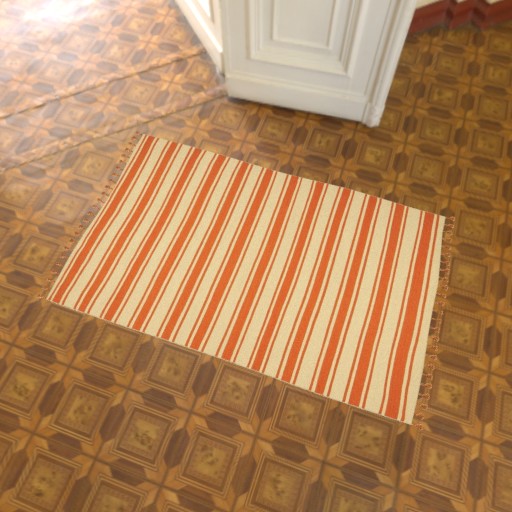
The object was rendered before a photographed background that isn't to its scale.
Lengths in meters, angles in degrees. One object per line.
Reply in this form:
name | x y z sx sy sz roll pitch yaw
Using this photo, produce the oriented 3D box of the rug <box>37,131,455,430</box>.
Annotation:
rug | 0.000 0.000 2.489 2.092 0.017 1.232 17 64 8
